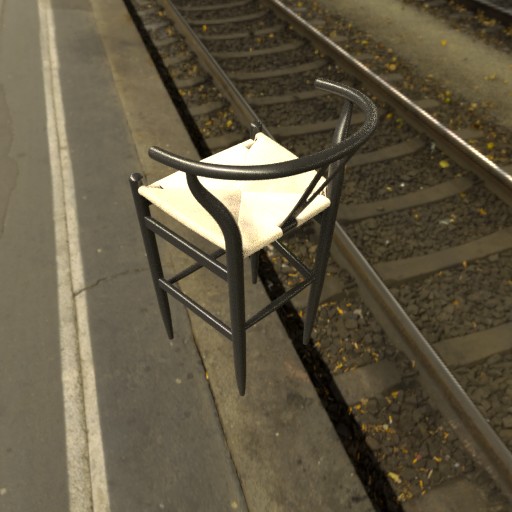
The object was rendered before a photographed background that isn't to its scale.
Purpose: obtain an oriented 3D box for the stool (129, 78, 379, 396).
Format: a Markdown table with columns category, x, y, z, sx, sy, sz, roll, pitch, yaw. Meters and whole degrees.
| category | x | y | z | sx | sy | sz | roll | pitch | yaw |
| --- | --- | --- | --- | --- | --- | --- | --- | --- | --- |
| stool | 0.000 | 0.000 | 1.436 | 0.569 | 1.072 | 0.579 | -32 | 53 | -28 |
